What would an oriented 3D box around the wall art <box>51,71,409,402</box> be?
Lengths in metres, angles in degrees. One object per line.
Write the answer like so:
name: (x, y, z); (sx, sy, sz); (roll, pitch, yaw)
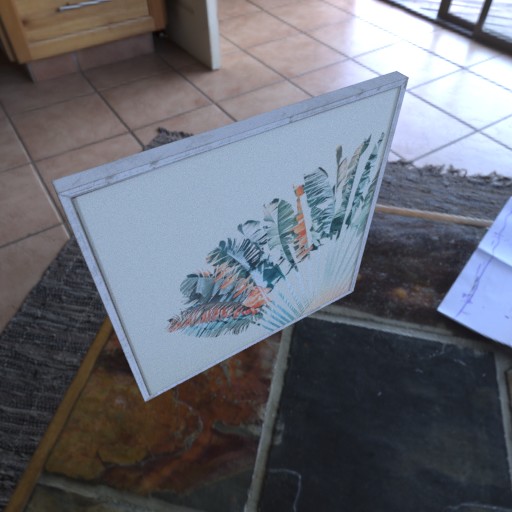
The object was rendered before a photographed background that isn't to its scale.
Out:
wall art: (0.000, 0.000, 1.124); (0.760, 0.757, 0.038); (-24, 52, -21)
